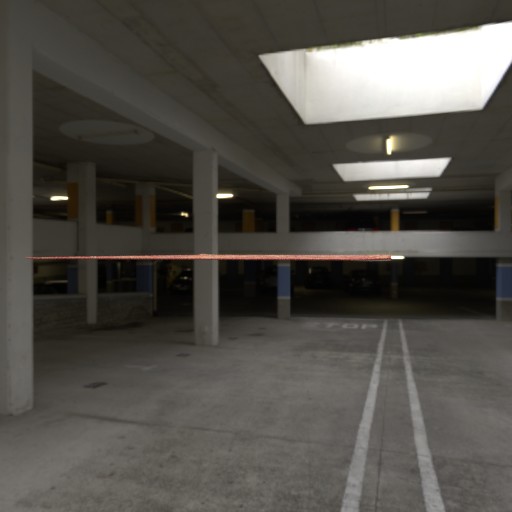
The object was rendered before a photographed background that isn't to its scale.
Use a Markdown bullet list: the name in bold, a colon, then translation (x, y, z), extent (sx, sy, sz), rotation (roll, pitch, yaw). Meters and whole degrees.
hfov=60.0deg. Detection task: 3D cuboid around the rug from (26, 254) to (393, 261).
- **rug**: translation (0.000, 0.000, 4.244), extent (2.489, 0.030, 3.086), rotation (0, 0, 17)
